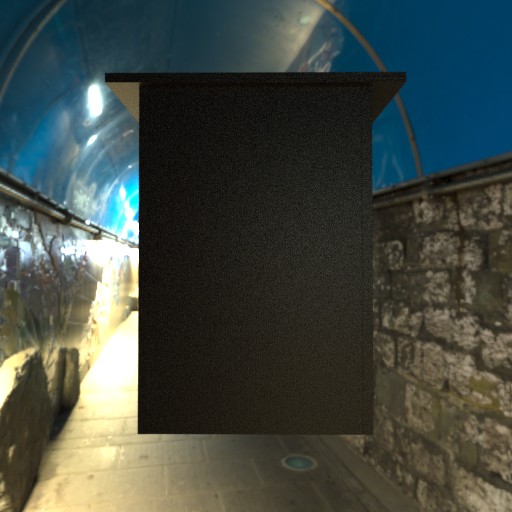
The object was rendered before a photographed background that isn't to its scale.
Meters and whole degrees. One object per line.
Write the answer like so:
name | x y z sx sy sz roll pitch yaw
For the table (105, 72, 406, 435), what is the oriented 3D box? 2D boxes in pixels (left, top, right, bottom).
table | 0.000 0.000 1.064 0.589 0.711 0.408 0 -1 0
